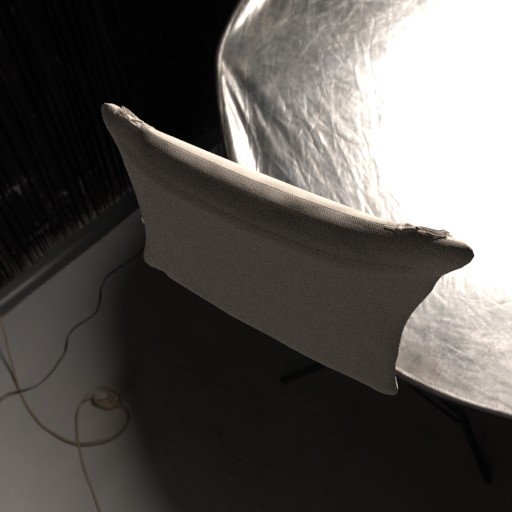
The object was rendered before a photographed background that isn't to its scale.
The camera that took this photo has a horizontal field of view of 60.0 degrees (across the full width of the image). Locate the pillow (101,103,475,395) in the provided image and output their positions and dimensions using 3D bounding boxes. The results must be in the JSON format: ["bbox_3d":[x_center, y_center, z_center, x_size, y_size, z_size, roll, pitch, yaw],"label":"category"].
[{"bbox_3d":[0.000,0.000,0.586,0.466,0.305,0.084,26,53,21],"label":"pillow"}]
